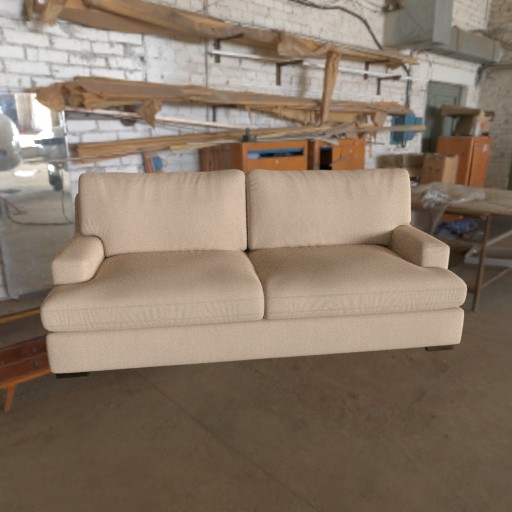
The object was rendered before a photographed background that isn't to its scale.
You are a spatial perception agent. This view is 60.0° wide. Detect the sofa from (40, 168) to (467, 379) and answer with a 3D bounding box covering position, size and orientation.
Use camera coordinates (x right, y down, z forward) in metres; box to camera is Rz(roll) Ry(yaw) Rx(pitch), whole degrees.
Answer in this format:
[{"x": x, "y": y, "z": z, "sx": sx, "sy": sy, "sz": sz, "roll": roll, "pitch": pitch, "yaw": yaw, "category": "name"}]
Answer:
[{"x": 0.000, "y": 0.000, "z": 2.547, "sx": 2.147, "sy": 0.925, "sz": 0.929, "roll": -2, "pitch": 17, "yaw": -8, "category": "sofa"}]
